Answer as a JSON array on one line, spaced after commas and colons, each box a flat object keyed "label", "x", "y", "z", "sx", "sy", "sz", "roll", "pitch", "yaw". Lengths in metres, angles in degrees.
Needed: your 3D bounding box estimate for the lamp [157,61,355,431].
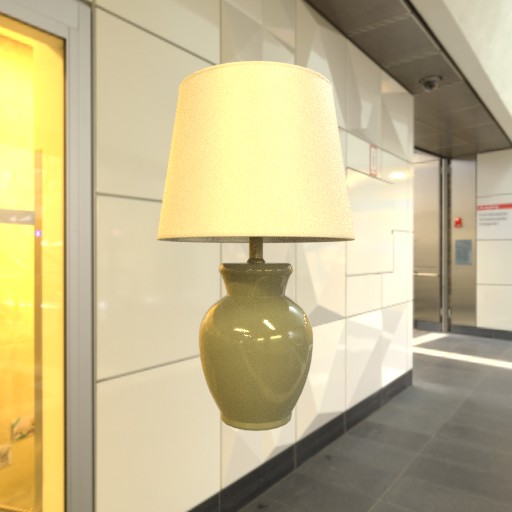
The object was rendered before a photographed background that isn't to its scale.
[{"label": "lamp", "x": 0.000, "y": 0.000, "z": 0.548, "sx": 0.239, "sy": 0.399, "sz": 0.239, "roll": 0, "pitch": 0, "yaw": 0}]
